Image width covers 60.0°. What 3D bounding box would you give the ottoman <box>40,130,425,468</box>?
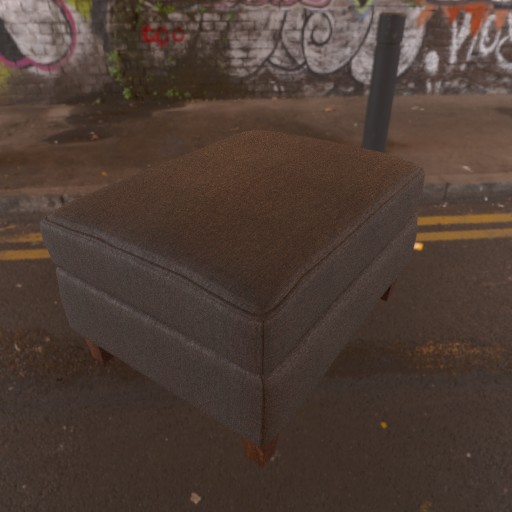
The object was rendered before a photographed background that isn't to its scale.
[{"bbox_3d":[0.000,0.000,1.196,0.639,0.496,0.826,21,37,29],"label":"ottoman"}]
